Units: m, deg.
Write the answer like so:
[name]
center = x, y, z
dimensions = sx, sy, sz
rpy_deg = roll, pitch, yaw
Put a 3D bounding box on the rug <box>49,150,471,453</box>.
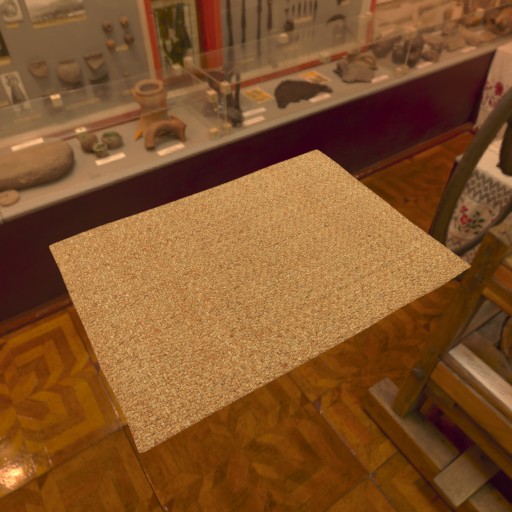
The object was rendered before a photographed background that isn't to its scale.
[rug]
center = 0.000, 0.000, 2.756
dimensions = 2.141, 0.013, 1.566
rpy_deg = -24, 50, -22
